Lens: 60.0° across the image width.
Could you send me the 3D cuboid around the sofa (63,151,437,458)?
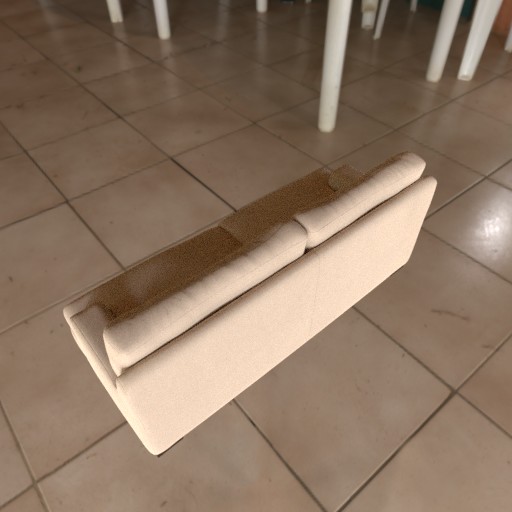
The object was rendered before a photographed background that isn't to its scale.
[{"bbox_3d":[0.000,0.000,2.656,2.147,0.925,0.929,-31,53,-27],"label":"sofa"}]
